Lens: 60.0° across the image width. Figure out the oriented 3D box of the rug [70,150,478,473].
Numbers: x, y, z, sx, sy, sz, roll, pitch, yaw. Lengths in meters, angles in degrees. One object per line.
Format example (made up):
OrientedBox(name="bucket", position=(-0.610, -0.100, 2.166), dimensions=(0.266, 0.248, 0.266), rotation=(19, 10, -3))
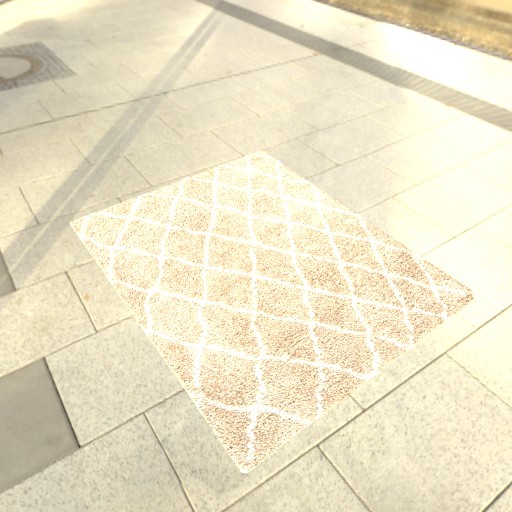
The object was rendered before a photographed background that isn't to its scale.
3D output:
OrientedBox(name="rug", position=(0.000, 0.000, 4.105), dimensions=(2.438, 0.029, 3.047), rotation=(-27, 49, -26))
